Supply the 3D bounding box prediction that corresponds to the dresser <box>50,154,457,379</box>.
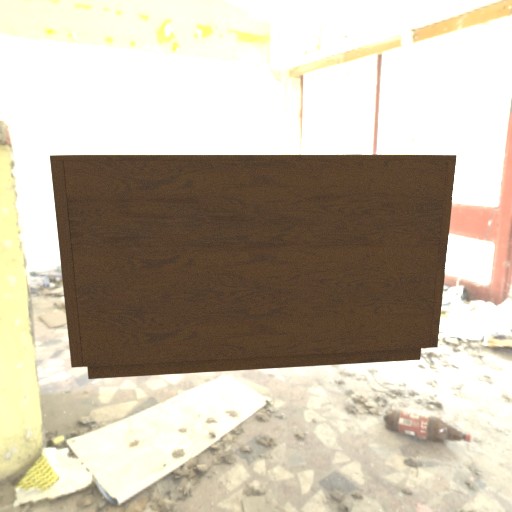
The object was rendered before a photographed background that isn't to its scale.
[{"bbox_3d":[0.000,0.000,1.993,1.523,0.889,0.512,-2,13,-7],"label":"dresser"}]
